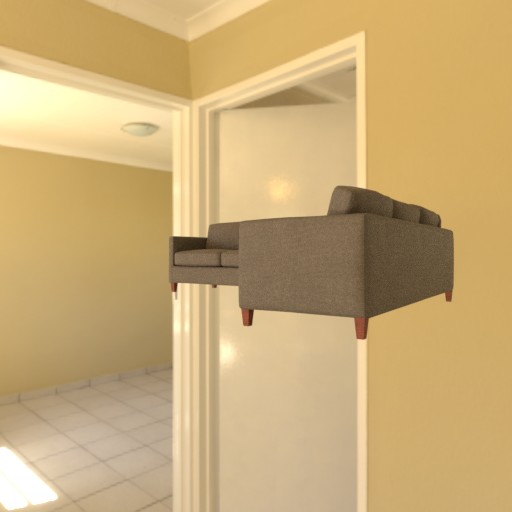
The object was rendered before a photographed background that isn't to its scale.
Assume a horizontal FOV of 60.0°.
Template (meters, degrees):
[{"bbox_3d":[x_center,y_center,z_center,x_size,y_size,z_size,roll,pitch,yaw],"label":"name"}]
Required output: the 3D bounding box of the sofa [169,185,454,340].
[{"bbox_3d":[0.000,0.000,4.508,3.302,0.947,2.593,0,1,35],"label":"sofa"}]
